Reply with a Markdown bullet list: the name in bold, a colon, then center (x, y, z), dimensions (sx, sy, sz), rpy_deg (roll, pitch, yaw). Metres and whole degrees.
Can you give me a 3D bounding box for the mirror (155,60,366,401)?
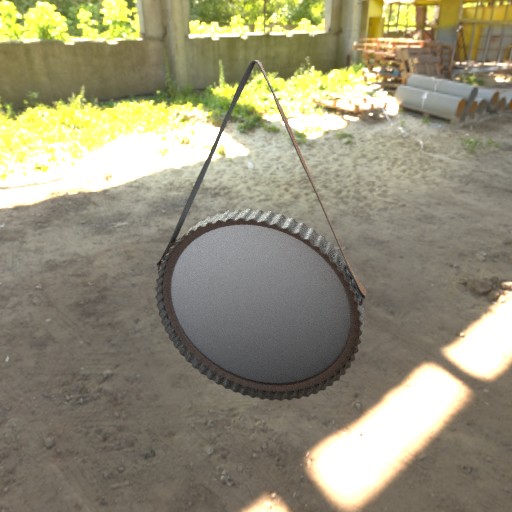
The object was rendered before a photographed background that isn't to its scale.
- **mirror**: center (0.000, 0.000, 0.701), dimensions (0.355, 0.568, 0.042), rpy_deg (8, 28, 15)
